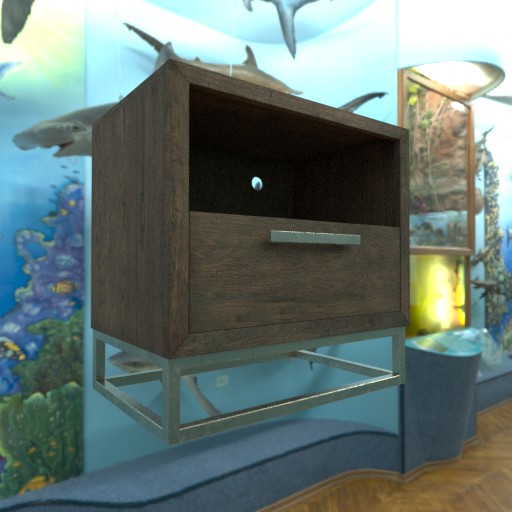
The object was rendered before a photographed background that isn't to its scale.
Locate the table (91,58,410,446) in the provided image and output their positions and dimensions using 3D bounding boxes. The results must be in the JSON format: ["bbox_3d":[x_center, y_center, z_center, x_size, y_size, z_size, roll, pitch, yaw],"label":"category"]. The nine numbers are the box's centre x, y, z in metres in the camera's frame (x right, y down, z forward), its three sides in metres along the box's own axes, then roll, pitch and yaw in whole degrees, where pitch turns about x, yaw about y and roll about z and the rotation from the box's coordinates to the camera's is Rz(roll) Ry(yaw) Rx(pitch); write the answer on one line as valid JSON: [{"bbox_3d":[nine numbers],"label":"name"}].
[{"bbox_3d":[0.000,0.000,1.265,0.767,0.746,0.542,1,-1,-36],"label":"table"}]
